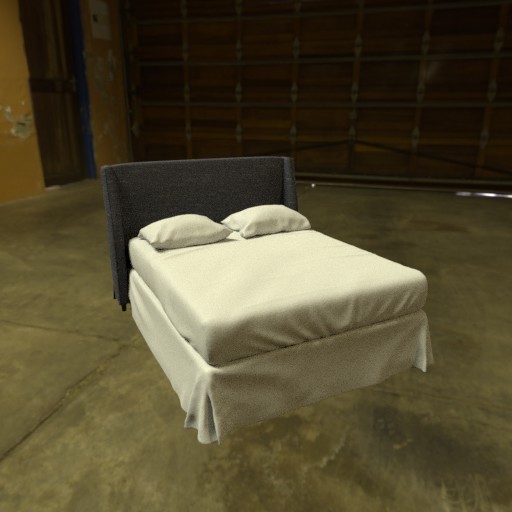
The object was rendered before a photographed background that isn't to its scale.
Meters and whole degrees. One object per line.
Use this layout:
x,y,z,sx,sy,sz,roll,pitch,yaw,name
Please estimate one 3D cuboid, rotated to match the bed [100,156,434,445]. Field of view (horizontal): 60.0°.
0.000,0.000,3.520,1.925,1.332,2.276,-9,20,-26,bed
